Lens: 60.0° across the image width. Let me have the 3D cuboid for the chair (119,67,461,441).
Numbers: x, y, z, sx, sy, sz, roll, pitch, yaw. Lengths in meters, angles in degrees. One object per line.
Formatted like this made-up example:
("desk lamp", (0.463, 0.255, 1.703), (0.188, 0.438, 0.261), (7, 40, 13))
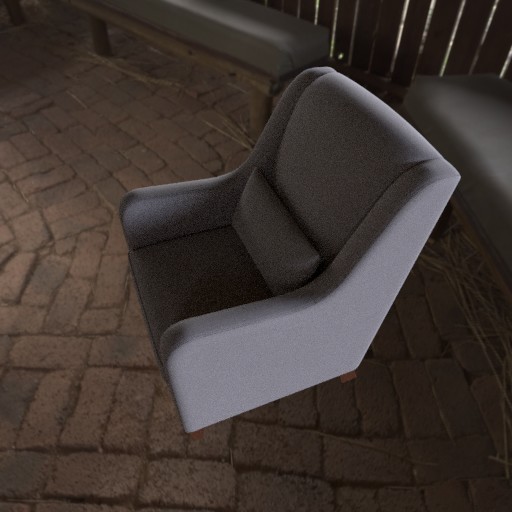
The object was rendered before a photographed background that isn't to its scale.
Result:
("chair", (0.000, 0.000, 1.579), (0.863, 1.010, 0.715), (-17, 49, -15))
